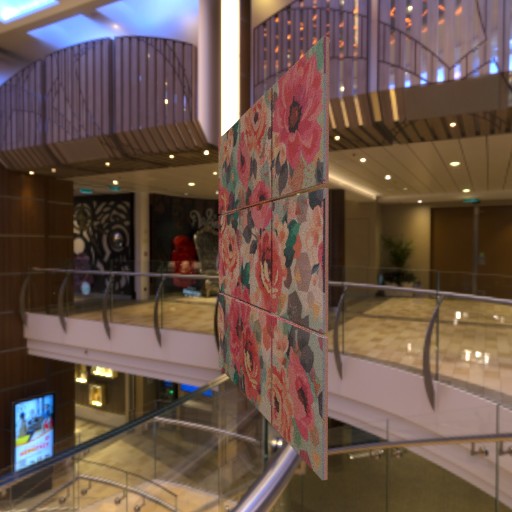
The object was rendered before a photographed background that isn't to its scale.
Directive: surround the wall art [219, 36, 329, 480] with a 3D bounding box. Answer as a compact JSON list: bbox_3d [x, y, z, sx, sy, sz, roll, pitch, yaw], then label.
[{"bbox_3d":[0.000,0.000,1.341,0.012,0.910,0.911,0,1,-18],"label":"wall art"}]
